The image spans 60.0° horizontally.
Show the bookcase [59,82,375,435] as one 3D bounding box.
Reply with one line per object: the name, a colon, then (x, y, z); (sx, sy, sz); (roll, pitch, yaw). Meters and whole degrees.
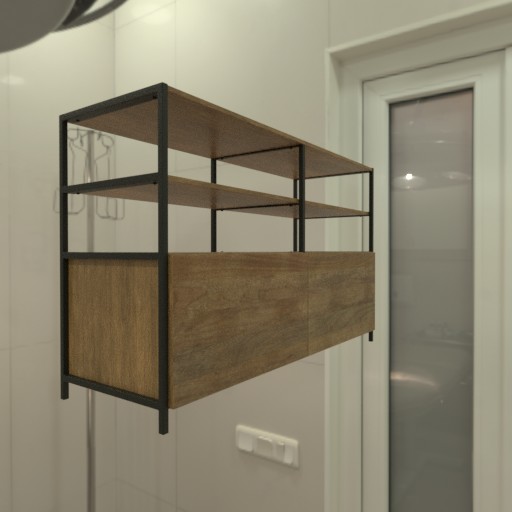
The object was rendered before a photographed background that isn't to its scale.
bookcase: (0.000, 0.000, 1.465); (0.391, 0.712, 1.149); (1, 1, 36)
